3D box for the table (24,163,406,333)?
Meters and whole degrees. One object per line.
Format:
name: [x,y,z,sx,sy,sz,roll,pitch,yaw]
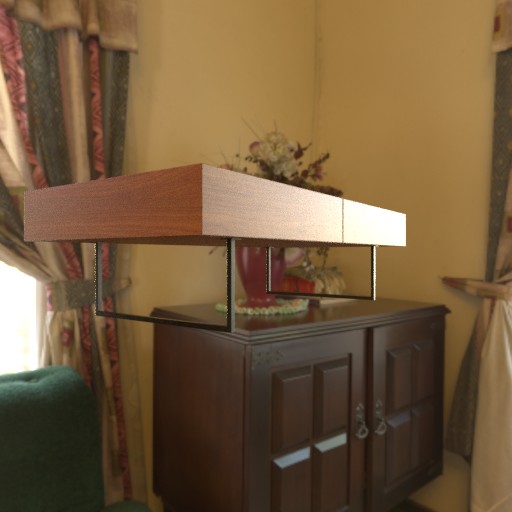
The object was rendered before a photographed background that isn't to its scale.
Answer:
table: [0.000,0.000,1.446,0.610,0.330,1.194,0,0,35]
